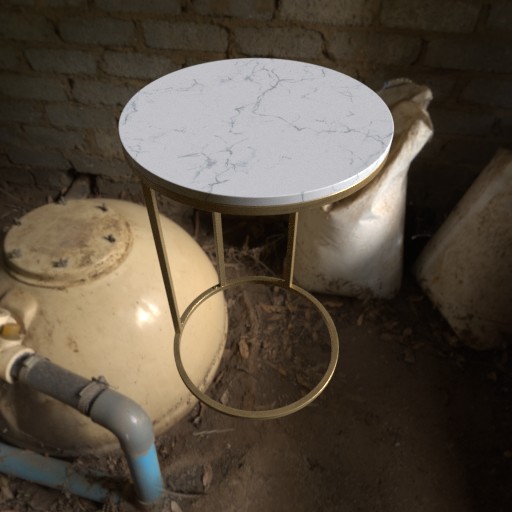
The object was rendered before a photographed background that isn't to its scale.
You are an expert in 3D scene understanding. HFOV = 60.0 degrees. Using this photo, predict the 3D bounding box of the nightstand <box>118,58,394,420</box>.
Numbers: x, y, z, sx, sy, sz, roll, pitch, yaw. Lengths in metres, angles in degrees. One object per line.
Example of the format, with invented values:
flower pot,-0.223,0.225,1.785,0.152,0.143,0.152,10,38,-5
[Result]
nightstand,0.000,0.000,0.877,0.400,0.610,0.400,-21,49,-19
